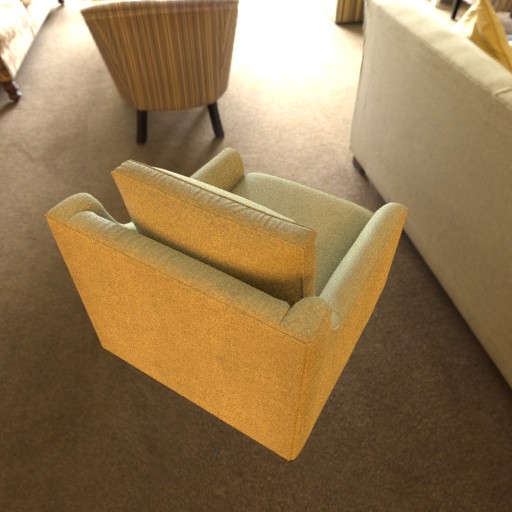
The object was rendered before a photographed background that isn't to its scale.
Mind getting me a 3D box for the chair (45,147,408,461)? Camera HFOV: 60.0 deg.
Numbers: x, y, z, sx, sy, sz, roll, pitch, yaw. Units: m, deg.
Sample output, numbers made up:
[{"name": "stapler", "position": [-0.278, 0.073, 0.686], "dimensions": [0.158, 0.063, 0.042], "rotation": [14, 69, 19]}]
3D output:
[{"name": "chair", "position": [0.000, 0.000, 1.584], "dimensions": [0.838, 0.864, 0.918], "rotation": [23, 50, 21]}]
